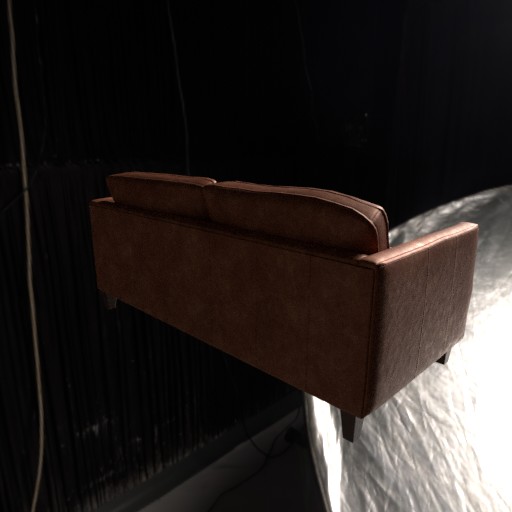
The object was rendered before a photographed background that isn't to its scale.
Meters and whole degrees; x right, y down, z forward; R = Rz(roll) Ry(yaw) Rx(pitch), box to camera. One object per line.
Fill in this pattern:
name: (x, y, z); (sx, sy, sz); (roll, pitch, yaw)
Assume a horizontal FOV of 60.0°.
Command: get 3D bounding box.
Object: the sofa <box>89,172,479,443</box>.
sofa: (0.000, 0.000, 2.387); (1.971, 0.863, 0.923); (14, 21, 43)
